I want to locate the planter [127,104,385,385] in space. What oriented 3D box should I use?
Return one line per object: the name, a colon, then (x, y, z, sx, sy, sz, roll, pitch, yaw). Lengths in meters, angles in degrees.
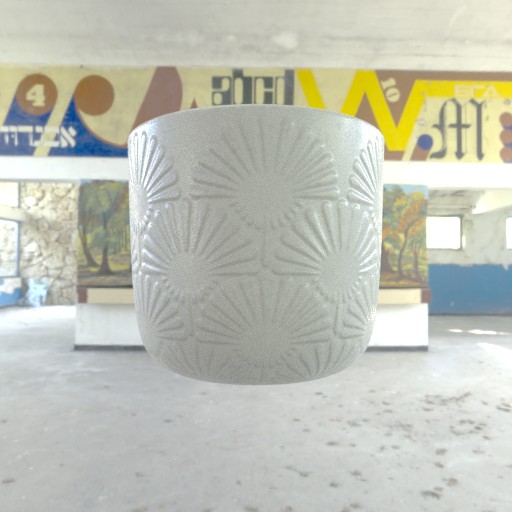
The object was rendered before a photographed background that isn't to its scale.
planter: (0.000, 0.000, 0.221, 0.124, 0.109, 0.124, 0, -1, 0)
